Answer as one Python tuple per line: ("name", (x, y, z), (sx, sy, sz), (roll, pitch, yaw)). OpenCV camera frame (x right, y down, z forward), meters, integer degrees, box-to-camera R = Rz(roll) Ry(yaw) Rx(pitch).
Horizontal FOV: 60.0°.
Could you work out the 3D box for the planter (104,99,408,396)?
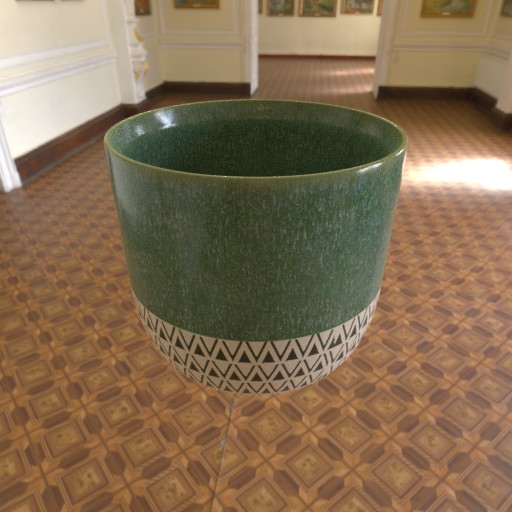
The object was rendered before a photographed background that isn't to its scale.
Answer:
("planter", (0.000, 0.000, 0.470), (0.266, 0.270, 0.266), (0, 30, 0))
